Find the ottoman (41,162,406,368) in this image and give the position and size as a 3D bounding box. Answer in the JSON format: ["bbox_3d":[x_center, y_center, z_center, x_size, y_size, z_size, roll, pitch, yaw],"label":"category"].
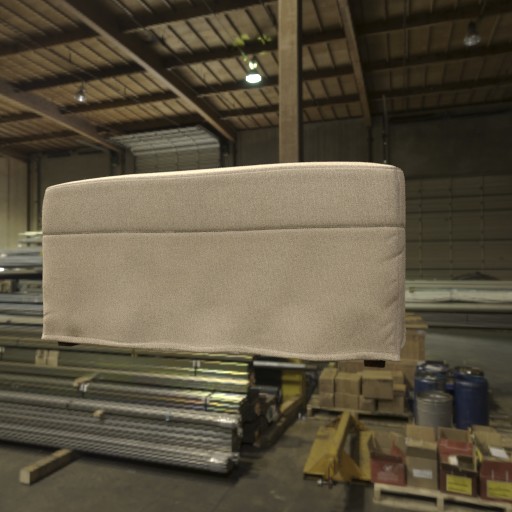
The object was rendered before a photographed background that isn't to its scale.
[{"bbox_3d":[0.000,0.000,1.317,0.842,0.441,0.843,0,-1,18],"label":"ottoman"}]
